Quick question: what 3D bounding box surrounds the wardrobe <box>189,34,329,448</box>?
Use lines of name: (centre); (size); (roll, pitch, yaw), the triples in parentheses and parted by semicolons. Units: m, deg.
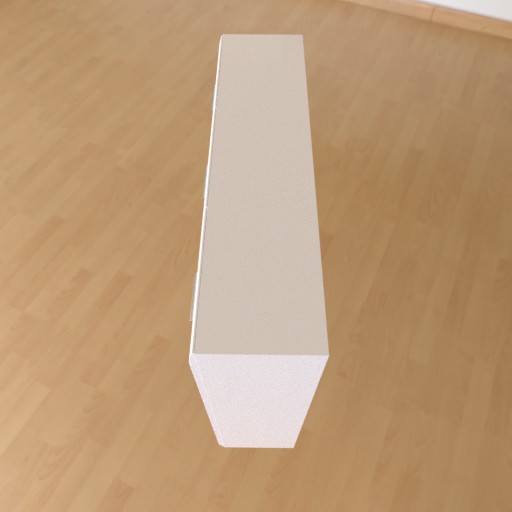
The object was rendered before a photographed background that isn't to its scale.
wardrobe: (0.000, 0.000, 1.914); (0.360, 1.200, 1.340); (1, 57, 0)
